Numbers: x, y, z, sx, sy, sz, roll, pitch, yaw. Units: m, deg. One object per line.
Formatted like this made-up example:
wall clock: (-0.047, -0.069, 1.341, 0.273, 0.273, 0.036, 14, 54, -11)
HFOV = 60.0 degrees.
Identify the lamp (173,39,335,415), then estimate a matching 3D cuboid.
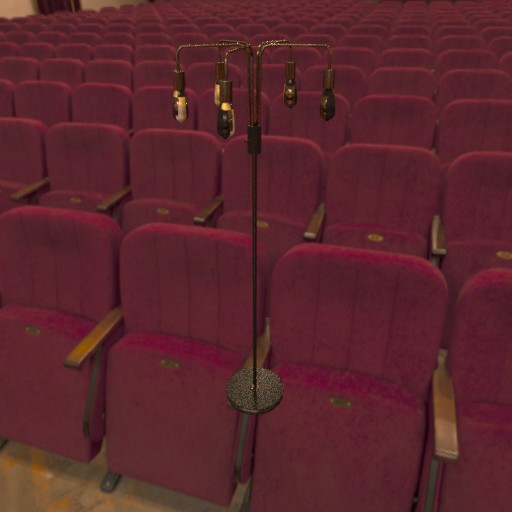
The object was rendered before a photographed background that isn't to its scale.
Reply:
lamp: (0.000, 0.000, 1.983, 0.572, 1.721, 0.599, 9, 31, 15)
